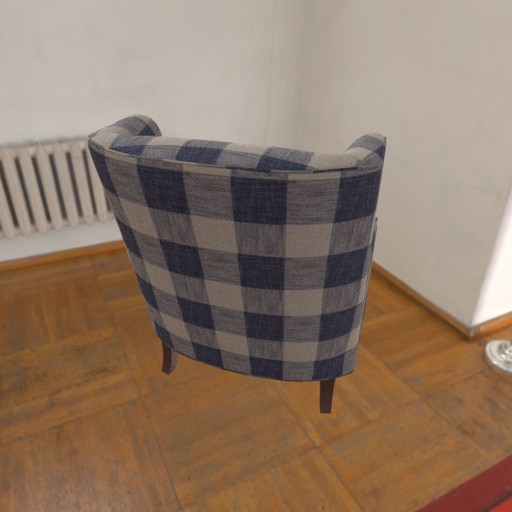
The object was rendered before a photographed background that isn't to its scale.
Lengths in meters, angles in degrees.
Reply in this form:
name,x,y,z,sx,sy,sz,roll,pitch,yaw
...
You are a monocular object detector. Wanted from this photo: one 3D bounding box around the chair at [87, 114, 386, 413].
name,x,y,z,sx,sy,sz,roll,pitch,yaw
chair,0.000,0.000,1.656,0.830,1.041,0.889,9,31,16
